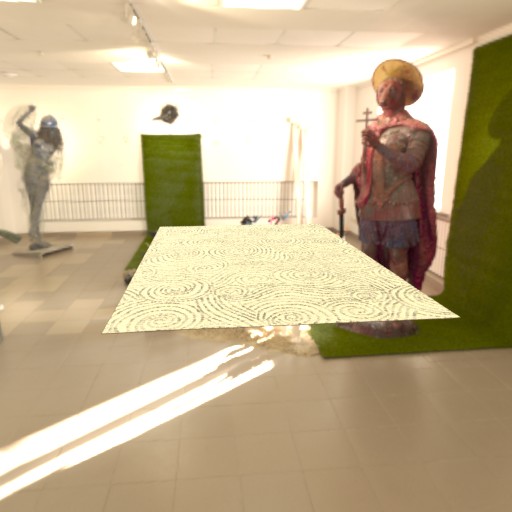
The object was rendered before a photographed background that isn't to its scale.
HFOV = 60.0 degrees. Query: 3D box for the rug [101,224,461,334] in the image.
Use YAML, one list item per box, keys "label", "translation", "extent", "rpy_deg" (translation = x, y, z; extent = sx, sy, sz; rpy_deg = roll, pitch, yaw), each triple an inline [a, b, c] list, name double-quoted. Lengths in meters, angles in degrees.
- label: "rug"
  translation: [0.000, 0.000, 3.030]
  extent: [1.524, 0.005, 2.439]
  rpy_deg: [-2, 14, -6]
